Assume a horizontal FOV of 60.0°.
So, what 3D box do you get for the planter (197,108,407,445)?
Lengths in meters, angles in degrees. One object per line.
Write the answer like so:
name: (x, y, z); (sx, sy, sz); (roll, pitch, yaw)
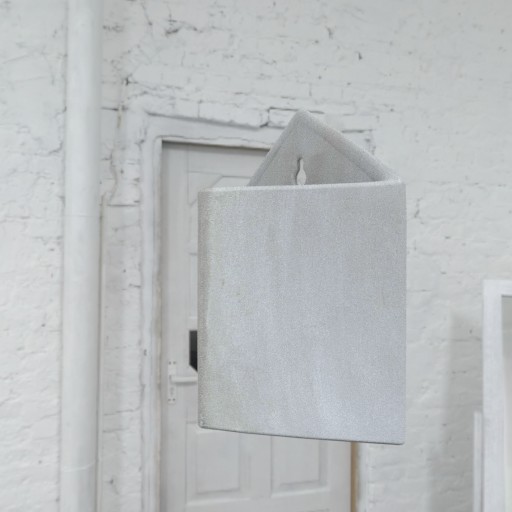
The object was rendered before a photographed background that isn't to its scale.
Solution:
planter: (0.000, 0.000, 0.272); (0.080, 0.194, 0.163); (-1, 1, -36)
